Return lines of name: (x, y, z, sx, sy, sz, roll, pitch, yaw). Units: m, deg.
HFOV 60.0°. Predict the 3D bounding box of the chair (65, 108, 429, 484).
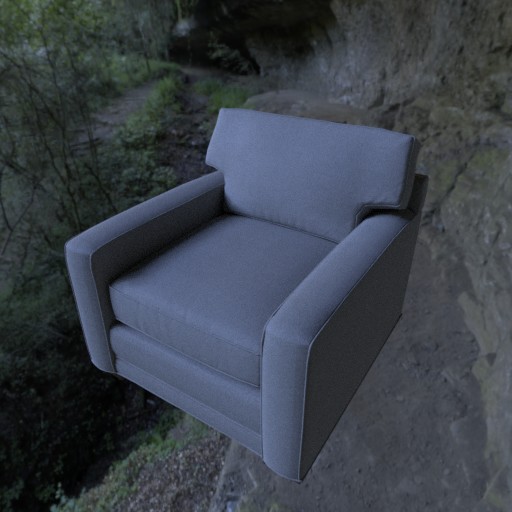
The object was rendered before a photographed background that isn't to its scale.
chair: (0.000, 0.000, 1.769, 0.999, 0.934, 1.044, 18, 35, 28)
